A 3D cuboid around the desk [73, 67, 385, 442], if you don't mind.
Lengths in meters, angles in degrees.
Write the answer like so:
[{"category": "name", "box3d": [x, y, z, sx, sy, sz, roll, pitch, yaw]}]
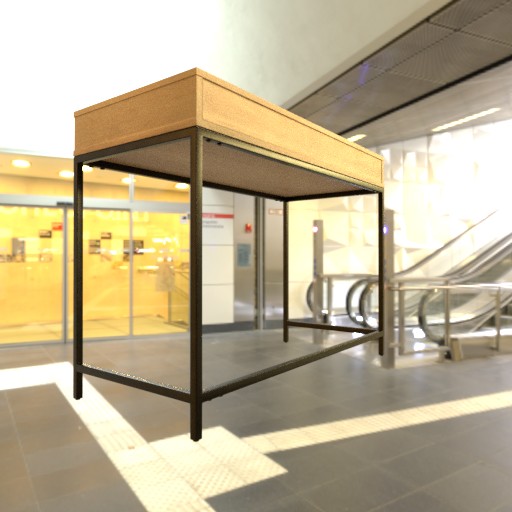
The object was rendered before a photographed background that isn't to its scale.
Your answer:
[{"category": "desk", "box3d": [0.000, 0.000, 1.443, 0.470, 0.762, 1.016, 0, 0, 37]}]
